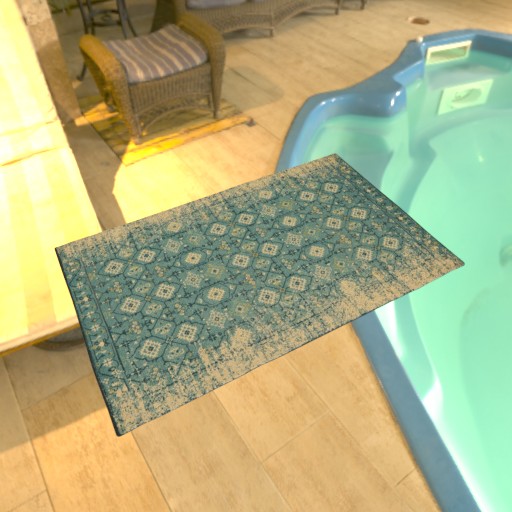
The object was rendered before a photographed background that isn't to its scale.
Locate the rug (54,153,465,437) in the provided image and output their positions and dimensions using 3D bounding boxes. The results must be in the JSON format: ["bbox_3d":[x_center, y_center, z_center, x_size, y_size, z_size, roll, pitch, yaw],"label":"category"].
[{"bbox_3d":[0.000,0.000,3.088,2.449,0.015,1.530,-22,51,-19],"label":"rug"}]
